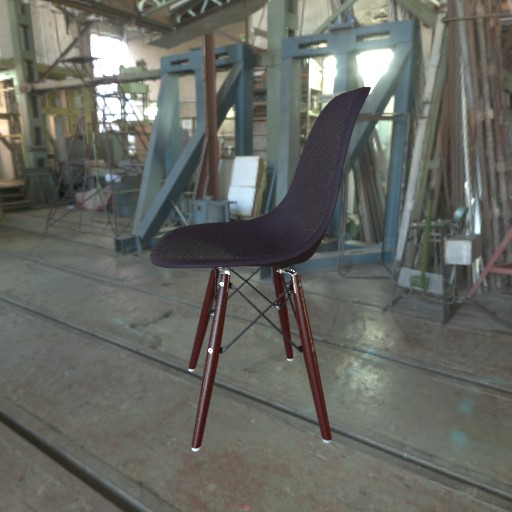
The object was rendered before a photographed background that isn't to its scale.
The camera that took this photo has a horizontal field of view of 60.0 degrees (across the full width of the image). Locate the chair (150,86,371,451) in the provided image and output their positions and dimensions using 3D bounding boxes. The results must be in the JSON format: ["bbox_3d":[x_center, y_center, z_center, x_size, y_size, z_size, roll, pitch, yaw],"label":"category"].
[{"bbox_3d":[0.000,0.000,1.150,0.533,0.826,0.470,-2,14,-10],"label":"chair"}]
